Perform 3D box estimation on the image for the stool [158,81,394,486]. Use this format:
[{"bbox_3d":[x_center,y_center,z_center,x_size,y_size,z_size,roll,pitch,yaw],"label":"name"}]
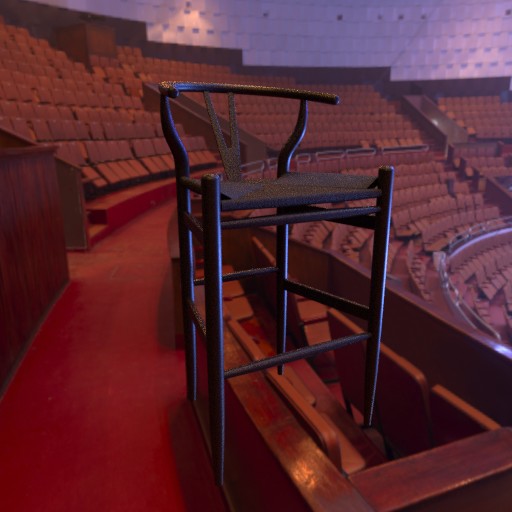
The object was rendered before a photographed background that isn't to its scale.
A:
[{"bbox_3d":[0.000,0.000,1.401,0.569,1.072,0.579,-8,17,-28],"label":"stool"}]
